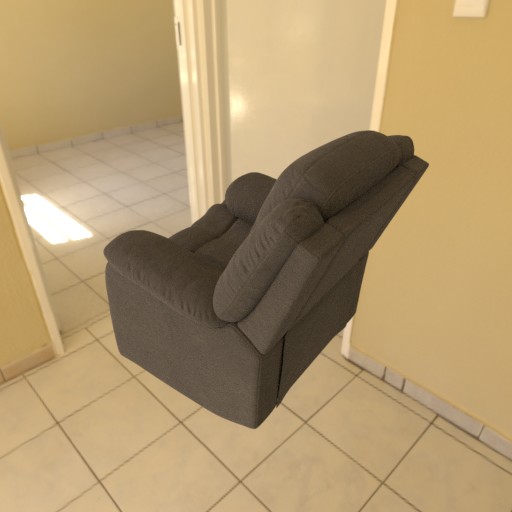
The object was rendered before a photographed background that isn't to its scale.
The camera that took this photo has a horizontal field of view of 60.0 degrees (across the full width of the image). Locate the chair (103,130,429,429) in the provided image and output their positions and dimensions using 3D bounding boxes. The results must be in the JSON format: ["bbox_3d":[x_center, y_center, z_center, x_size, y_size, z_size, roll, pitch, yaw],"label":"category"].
[{"bbox_3d":[0.000,0.000,1.712,0.944,1.008,0.899,21,37,30],"label":"chair"}]
